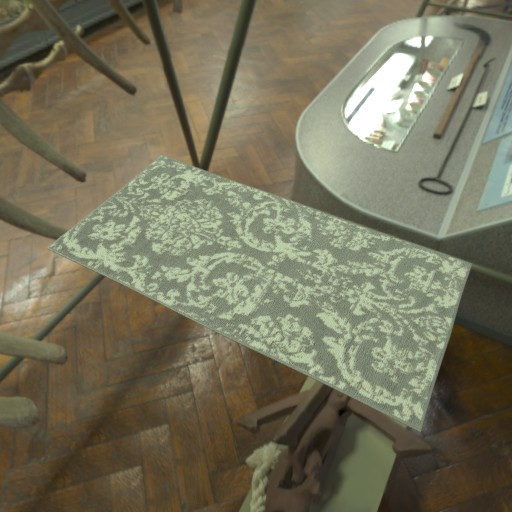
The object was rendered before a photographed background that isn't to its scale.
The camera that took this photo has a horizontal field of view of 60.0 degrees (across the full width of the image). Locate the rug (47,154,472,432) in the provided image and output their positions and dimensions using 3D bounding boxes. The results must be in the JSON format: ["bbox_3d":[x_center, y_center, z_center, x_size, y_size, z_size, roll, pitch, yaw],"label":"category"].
[{"bbox_3d":[0.000,0.000,1.413,1.219,0.007,0.604,22,51,19],"label":"rug"}]
